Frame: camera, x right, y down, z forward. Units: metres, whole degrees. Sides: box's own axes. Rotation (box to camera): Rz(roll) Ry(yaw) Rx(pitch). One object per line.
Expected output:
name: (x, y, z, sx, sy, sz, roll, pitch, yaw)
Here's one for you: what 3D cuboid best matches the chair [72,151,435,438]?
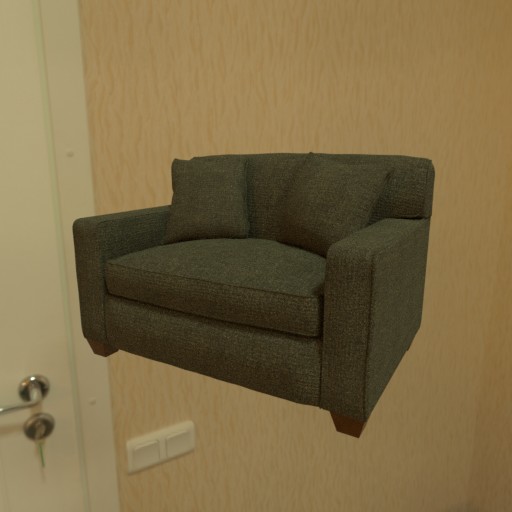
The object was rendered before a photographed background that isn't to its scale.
chair: (0.000, 0.000, 2.067, 1.383, 0.948, 1.000, 7, 15, 29)
